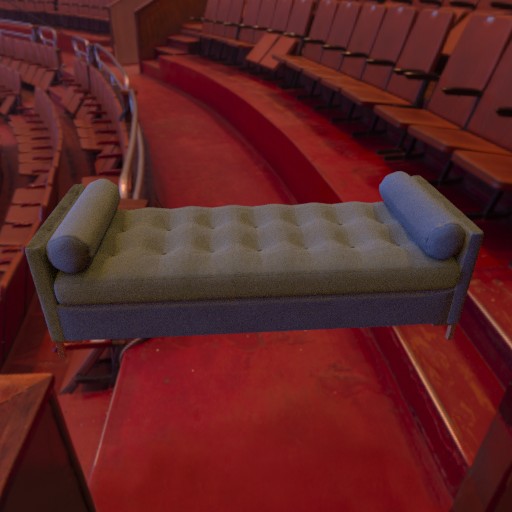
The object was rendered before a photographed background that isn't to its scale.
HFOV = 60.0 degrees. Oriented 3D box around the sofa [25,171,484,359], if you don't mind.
[{"bbox_3d":[0.000,0.000,2.457,2.102,0.705,0.796,-2,30,-4],"label":"sofa"}]
